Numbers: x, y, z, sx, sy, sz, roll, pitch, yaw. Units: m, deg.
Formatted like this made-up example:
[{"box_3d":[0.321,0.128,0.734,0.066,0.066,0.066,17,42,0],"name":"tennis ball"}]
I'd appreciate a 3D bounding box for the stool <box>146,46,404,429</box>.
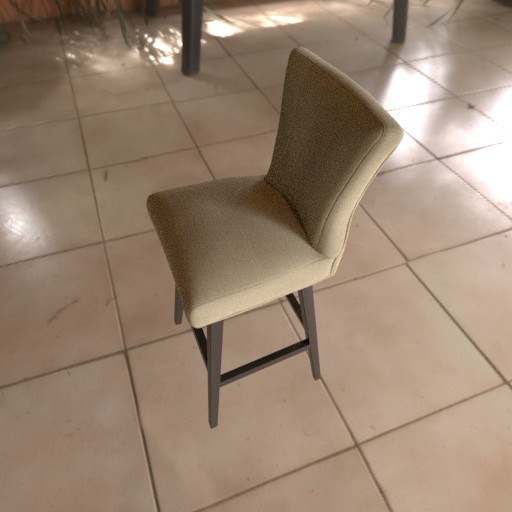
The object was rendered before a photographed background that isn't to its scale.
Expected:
[{"box_3d":[0.000,0.000,1.439,0.574,1.086,0.514,-16,48,-15],"name":"stool"}]
